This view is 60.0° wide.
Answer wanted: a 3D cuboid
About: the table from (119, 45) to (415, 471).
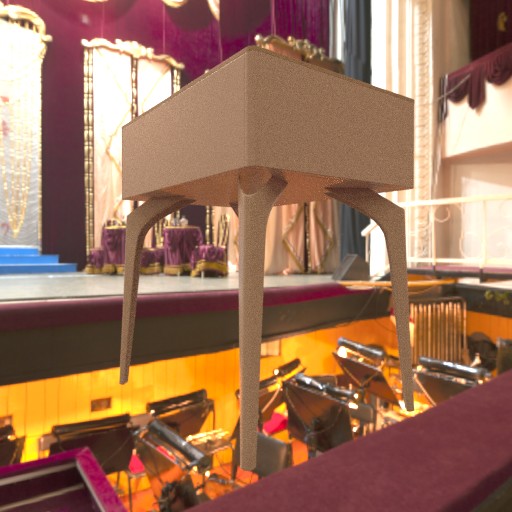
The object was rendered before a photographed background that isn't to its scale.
[{"bbox_3d":[0.000,0.000,0.905,0.400,0.570,0.500,-1,1,-37],"label":"table"}]
